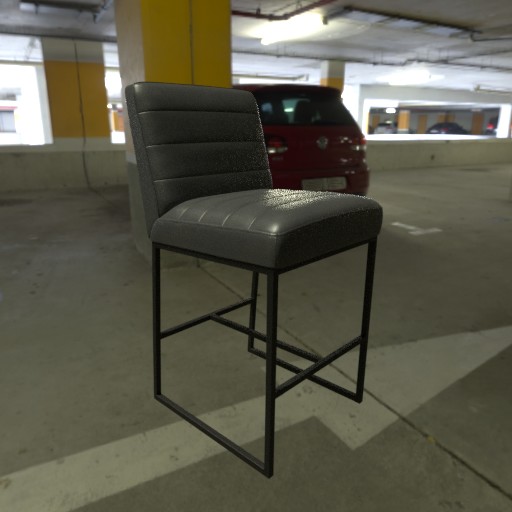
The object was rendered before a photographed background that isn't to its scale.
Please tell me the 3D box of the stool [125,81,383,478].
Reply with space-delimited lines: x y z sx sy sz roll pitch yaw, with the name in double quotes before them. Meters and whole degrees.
"stool" 0.000 0.000 1.264 0.552 0.938 0.457 15 22 41
